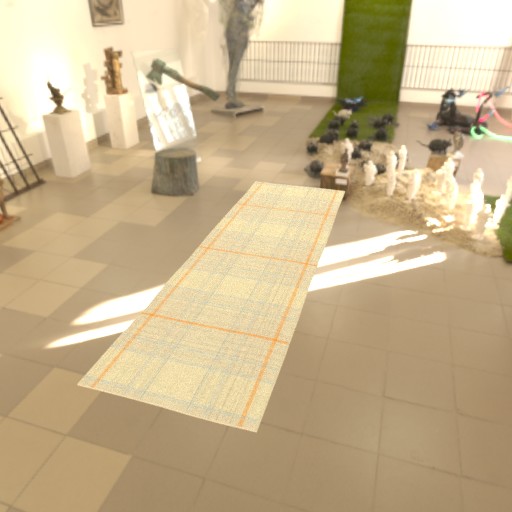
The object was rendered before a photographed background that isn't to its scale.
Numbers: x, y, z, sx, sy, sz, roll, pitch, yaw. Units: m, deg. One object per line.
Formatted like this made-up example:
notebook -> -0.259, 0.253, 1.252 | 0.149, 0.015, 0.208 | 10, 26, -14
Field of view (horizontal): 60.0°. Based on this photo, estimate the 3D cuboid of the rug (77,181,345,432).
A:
rug -> 0.000, 0.000, 2.716 | 0.770, 0.016, 2.442 | 9, 31, 15
